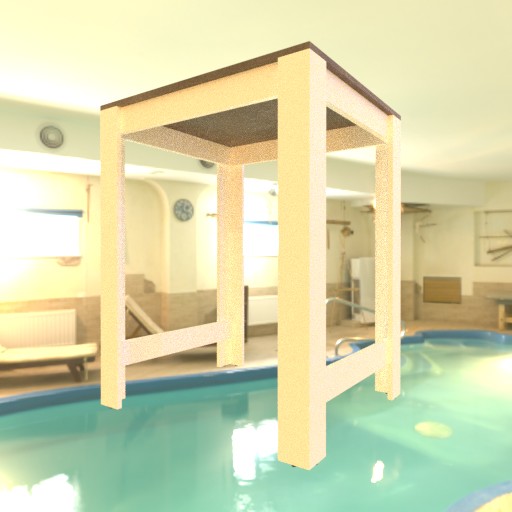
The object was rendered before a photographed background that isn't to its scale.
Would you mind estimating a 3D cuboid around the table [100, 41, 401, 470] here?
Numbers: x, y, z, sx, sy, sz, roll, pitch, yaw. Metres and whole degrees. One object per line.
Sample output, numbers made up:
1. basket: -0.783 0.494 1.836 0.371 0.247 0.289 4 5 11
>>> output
1. table: 0.000 0.000 1.563 0.800 1.020 0.700 0 0 35
